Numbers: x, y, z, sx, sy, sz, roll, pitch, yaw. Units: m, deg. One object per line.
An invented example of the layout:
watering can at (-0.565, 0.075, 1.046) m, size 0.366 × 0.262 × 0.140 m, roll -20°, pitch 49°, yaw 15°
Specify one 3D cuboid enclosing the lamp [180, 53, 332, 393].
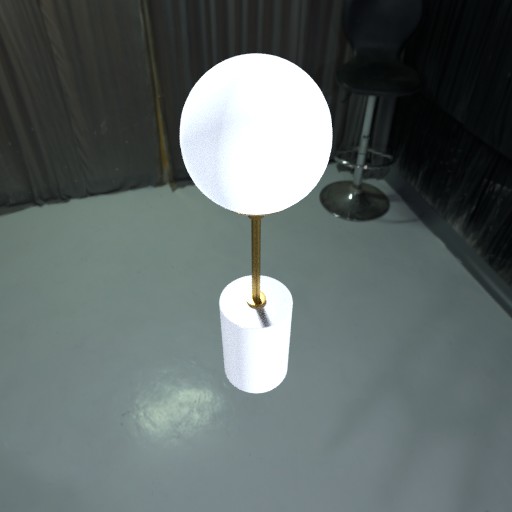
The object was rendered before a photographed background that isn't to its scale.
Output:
lamp at (0.000, 0.000, 0.560) m, size 0.153 × 0.480 × 0.153 m, roll 0°, pitch 42°, yaw 0°
